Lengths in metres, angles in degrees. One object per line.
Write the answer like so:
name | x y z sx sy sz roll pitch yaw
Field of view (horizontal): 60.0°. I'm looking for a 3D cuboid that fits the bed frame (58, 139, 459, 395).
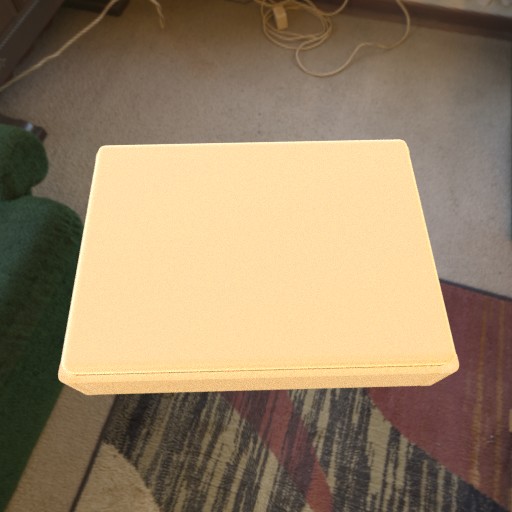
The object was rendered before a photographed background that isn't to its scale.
bed frame | 0.000 0.000 2.498 1.900 0.406 1.400 -1 63 -1
